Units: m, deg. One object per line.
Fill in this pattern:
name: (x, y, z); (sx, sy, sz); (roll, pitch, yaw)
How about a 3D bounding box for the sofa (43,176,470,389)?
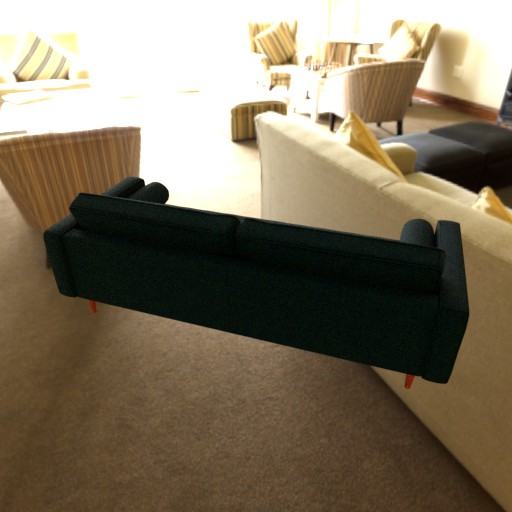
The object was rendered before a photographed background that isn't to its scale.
sofa: (0.000, 0.000, 2.609); (2.210, 0.762, 0.914); (10, 33, 16)
